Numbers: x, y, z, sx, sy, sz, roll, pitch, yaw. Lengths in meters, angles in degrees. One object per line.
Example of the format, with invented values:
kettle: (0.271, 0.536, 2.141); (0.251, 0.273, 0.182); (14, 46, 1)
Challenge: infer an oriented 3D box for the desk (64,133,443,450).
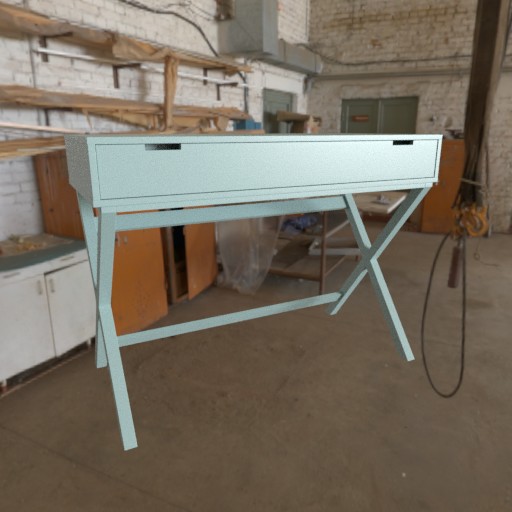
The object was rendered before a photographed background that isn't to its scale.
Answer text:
desk: (0.000, 0.000, 1.477); (1.059, 0.780, 0.509); (-8, 18, -26)
